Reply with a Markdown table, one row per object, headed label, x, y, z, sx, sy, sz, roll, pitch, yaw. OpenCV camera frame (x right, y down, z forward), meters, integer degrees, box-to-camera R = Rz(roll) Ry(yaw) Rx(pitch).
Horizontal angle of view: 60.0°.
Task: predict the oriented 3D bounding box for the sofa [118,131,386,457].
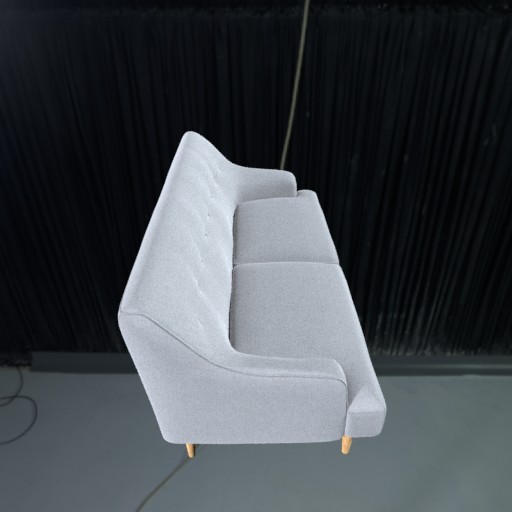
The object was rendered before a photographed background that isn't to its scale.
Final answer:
| label | x | y | z | sx | sy | sz | roll | pitch | yaw |
| --- | --- | --- | --- | --- | --- | --- | --- | --- | --- |
| sofa | 0.000 | 0.000 | 2.502 | 0.978 | 0.871 | 2.057 | -1 | 32 | -1 |
